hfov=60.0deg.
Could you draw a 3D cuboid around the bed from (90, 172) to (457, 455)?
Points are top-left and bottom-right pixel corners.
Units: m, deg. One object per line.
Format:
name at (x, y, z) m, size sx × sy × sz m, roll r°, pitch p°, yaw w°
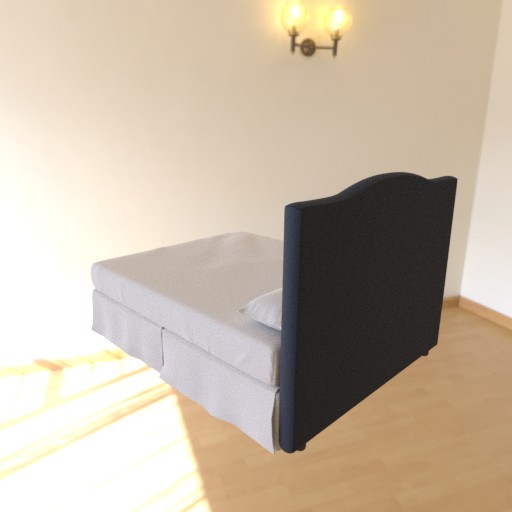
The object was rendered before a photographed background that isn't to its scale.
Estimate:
bed at (0.000, 0.000, 3.459) m, size 1.821 × 1.436 × 2.282 m, roll -15°, pitch 22°, yaw -42°
